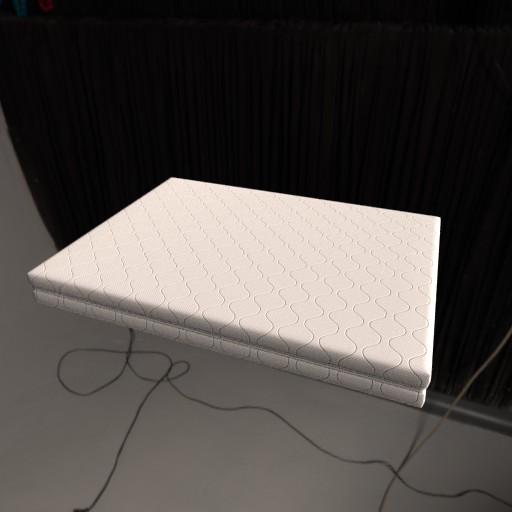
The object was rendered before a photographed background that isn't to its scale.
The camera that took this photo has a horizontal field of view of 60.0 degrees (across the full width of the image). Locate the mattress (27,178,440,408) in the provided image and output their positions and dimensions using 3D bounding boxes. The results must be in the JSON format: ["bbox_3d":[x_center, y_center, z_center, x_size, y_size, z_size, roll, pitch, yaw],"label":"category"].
[{"bbox_3d":[0.000,0.000,2.498,1.900,0.200,1.400,11,33,18],"label":"mattress"}]
